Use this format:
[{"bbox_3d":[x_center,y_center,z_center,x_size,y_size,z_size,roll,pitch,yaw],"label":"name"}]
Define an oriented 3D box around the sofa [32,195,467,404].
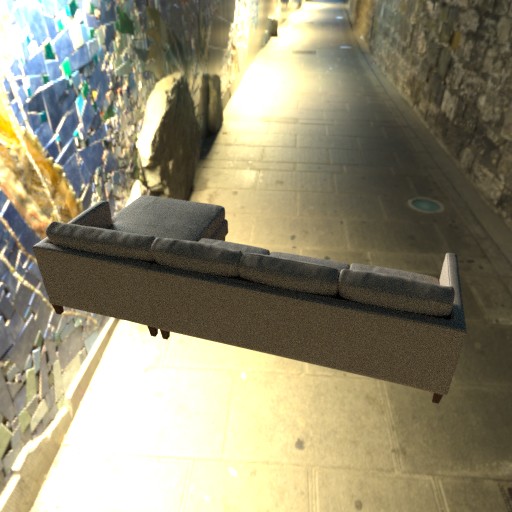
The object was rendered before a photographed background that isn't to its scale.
[{"bbox_3d":[0.000,0.000,3.831,3.186,0.846,1.625,10,34,15],"label":"sofa"}]
